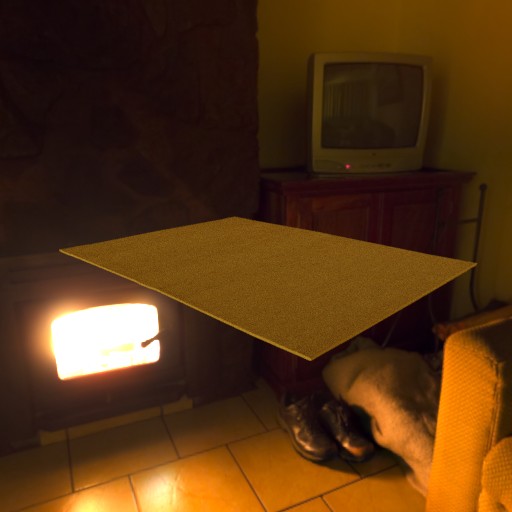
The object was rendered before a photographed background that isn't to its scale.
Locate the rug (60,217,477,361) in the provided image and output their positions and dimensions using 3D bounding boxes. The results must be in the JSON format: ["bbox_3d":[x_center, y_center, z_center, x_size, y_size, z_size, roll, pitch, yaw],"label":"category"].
[{"bbox_3d":[0.000,0.000,4.226,3.202,0.045,2.434,15,22,42],"label":"rug"}]
